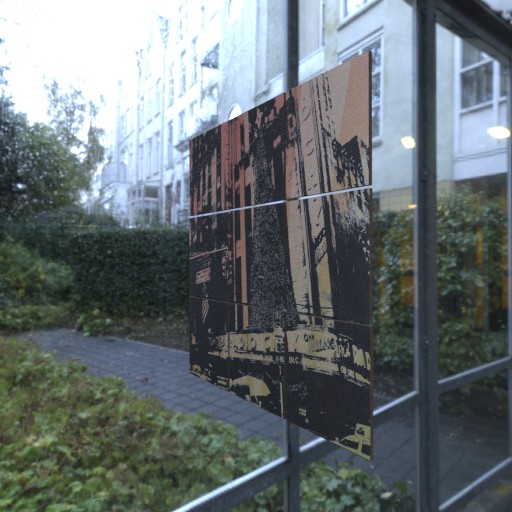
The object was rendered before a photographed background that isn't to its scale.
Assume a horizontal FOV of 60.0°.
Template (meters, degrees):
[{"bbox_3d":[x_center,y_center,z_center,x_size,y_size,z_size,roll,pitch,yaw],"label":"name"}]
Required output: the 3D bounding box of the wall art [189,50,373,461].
[{"bbox_3d":[0.000,0.000,1.814,0.013,1.216,1.216,0,0,-34],"label":"wall art"}]
